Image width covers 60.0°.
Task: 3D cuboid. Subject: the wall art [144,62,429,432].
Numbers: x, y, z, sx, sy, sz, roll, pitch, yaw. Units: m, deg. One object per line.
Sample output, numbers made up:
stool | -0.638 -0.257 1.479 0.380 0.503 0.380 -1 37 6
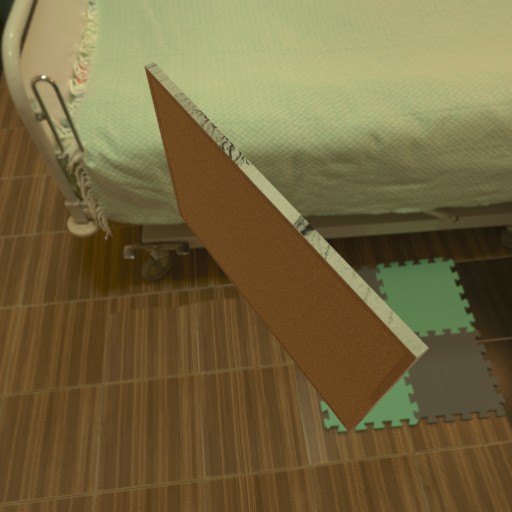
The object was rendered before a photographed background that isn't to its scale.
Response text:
wall art | 0.000 0.000 1.445 0.035 0.758 1.141 -31 63 -18
